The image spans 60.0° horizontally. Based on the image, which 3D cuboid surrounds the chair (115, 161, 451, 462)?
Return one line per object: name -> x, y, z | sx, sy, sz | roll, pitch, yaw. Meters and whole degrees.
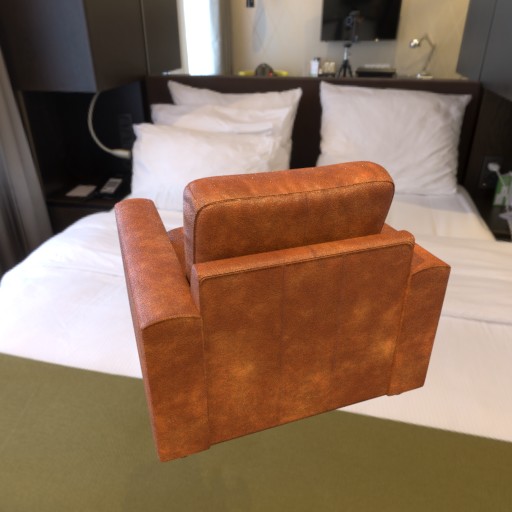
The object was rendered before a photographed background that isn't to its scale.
chair -> 0.000, 0.000, 1.767 | 1.005, 0.873, 1.016 | -9, 29, -17
